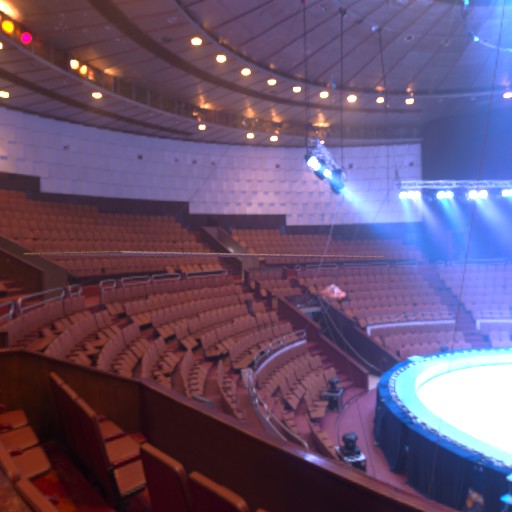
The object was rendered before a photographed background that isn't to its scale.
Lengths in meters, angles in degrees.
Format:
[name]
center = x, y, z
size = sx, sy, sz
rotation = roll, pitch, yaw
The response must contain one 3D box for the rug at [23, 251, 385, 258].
[rug]
center = 0.000, 0.000, 2.684
size = 0.686, 0.006, 2.437
rotation = 0, -1, 37
